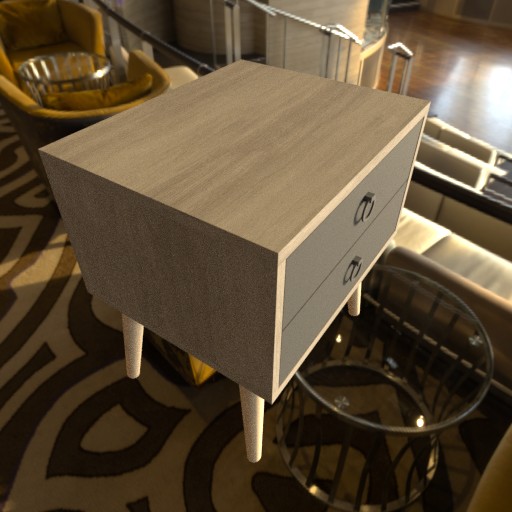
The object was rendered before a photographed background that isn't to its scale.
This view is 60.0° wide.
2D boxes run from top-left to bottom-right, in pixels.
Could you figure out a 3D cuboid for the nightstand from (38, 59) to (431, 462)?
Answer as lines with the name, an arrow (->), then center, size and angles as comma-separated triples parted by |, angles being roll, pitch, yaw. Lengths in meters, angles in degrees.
nightstand -> 0.000, 0.000, 0.799 | 0.380, 0.500, 0.450 | 24, 46, 25
